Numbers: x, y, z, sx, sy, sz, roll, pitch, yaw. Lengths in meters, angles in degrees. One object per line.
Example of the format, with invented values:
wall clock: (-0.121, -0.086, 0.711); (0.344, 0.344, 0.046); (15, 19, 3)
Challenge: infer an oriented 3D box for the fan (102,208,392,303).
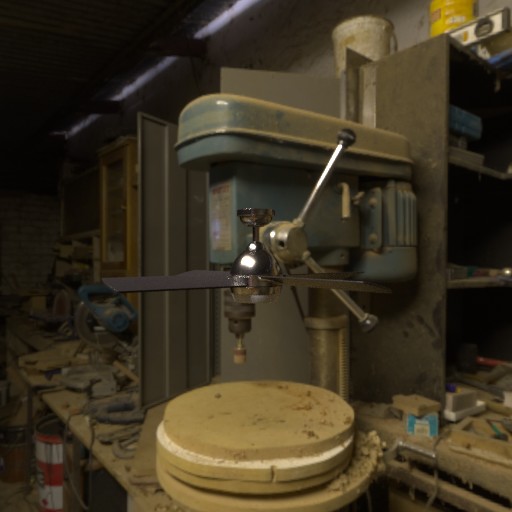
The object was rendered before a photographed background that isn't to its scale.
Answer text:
fan: (0.000, 0.000, 1.965); (1.332, 0.403, 1.332); (0, 0, -38)
